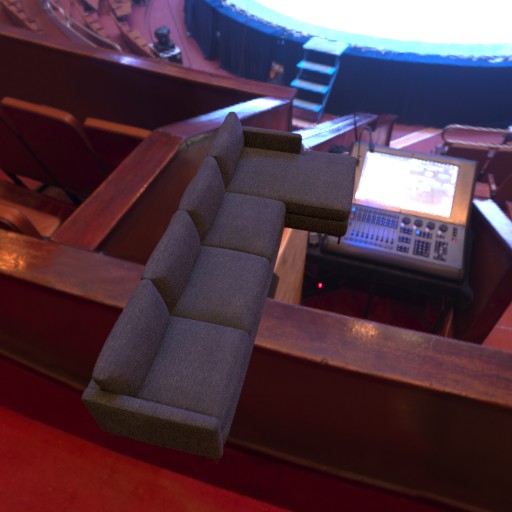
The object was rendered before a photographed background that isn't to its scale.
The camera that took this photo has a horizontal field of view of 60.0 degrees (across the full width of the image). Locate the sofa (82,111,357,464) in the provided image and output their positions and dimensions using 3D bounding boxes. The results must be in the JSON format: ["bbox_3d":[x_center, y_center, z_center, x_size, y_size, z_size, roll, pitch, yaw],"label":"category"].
[{"bbox_3d":[0.000,0.000,3.443,1.350,0.810,2.932,10,49,9],"label":"sofa"}]
